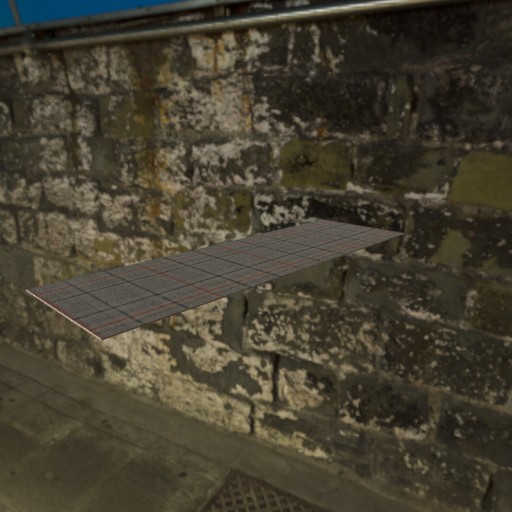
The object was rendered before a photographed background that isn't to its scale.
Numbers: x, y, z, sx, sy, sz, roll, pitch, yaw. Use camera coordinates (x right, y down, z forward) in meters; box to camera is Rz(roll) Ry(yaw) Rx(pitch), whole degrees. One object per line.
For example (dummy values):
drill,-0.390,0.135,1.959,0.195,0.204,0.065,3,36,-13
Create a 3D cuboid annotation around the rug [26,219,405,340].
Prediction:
rug,0.000,0.000,2.749,0.762,0.008,2.439,15,22,42
